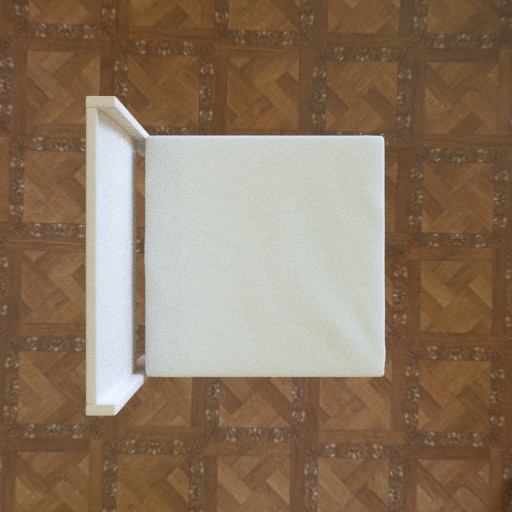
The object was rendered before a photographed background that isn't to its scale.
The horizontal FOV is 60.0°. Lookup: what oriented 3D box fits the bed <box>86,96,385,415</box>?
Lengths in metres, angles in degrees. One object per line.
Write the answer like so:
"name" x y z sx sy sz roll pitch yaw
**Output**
"bed" 0.000 0.000 3.686 2.293 1.471 2.145 0 90 0
